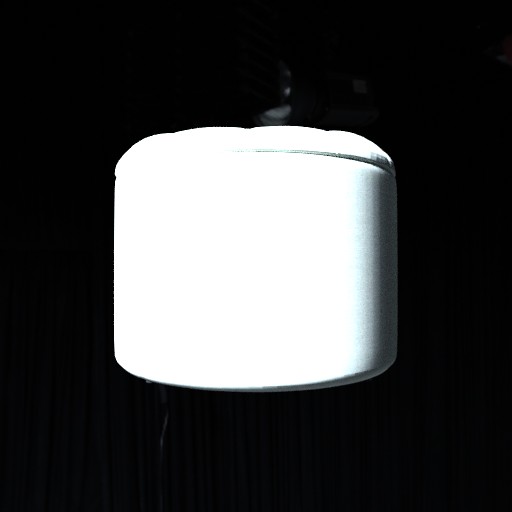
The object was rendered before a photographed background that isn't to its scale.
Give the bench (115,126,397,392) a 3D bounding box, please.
[{"bbox_3d":[0.000,0.000,0.988,0.600,0.453,0.600,0,-1,0],"label":"bench"}]
